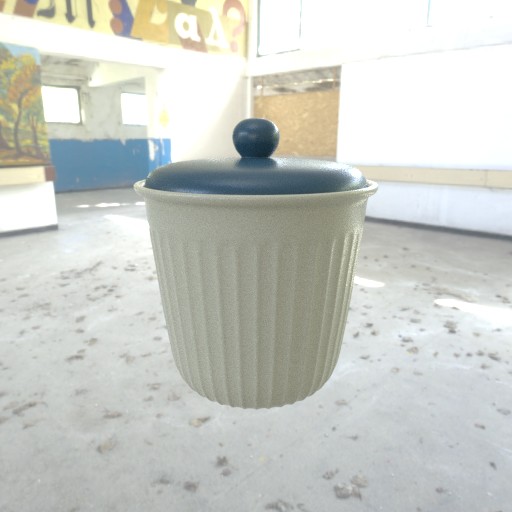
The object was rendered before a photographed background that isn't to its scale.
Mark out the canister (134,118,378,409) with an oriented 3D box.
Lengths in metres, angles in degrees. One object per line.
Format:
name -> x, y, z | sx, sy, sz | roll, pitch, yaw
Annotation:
canister -> 0.000, 0.000, 0.354 | 0.181, 0.211, 0.181 | 0, 15, 0
